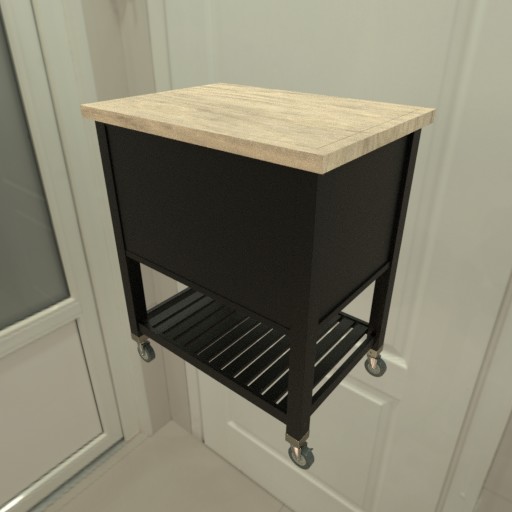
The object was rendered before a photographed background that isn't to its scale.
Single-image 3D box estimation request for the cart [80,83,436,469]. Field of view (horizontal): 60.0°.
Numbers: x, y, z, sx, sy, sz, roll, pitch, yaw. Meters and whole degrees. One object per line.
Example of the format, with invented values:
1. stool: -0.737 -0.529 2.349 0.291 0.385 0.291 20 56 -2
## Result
1. cart: 0.000 0.000 1.421 0.797 0.920 0.567 22 35 34
